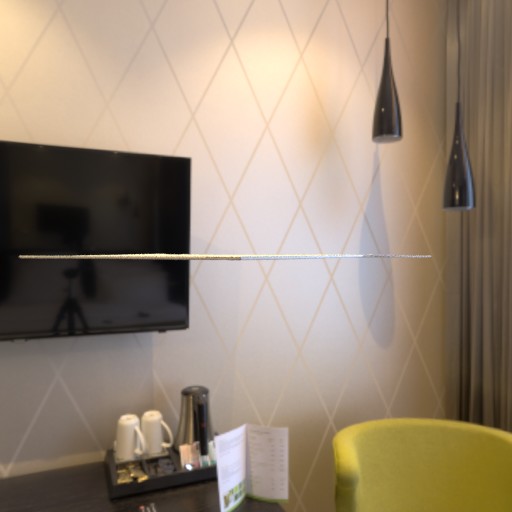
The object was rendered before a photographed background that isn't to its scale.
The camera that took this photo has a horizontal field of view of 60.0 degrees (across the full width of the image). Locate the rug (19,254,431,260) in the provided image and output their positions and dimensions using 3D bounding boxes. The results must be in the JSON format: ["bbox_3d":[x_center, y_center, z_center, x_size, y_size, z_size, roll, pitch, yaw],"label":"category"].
[{"bbox_3d":[0.000,0.000,2.911,1.593,0.029,2.305,0,0,37],"label":"rug"}]
